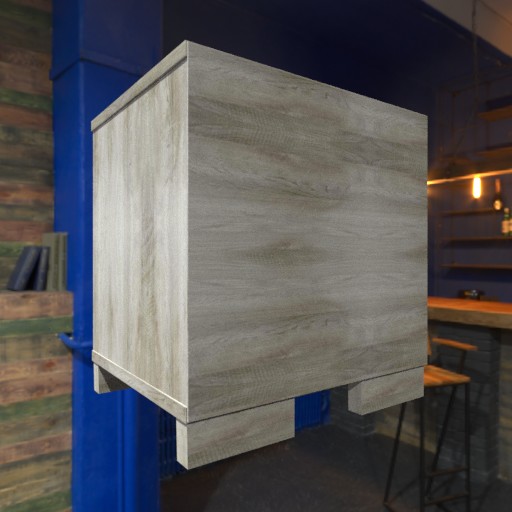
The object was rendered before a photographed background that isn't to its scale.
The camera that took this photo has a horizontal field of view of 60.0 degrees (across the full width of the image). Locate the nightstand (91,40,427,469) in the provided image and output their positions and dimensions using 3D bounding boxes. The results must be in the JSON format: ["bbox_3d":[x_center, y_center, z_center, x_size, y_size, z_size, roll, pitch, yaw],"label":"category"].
[{"bbox_3d":[0.000,0.000,0.722,0.427,0.448,0.347,0,0,-36],"label":"nightstand"}]
